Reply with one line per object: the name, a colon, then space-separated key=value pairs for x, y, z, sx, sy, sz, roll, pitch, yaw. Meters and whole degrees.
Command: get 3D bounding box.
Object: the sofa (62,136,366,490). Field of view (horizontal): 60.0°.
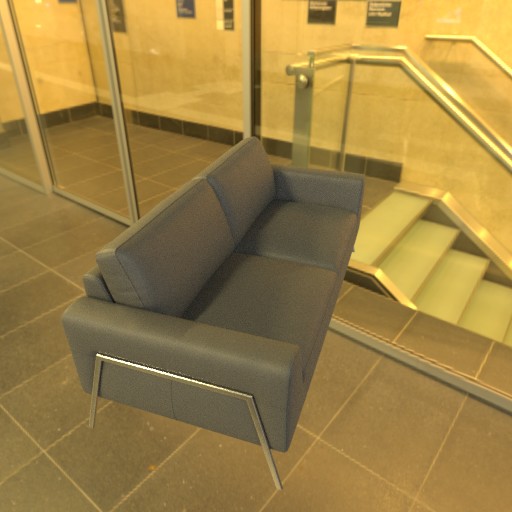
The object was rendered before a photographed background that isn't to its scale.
sofa: x=0.000 y=0.000 z=2.499 sx=0.953 sy=0.875 sz=2.017 roll=10 pitch=32 yaw=16
